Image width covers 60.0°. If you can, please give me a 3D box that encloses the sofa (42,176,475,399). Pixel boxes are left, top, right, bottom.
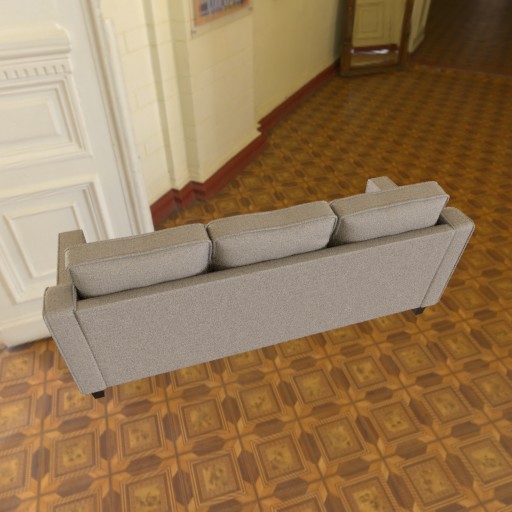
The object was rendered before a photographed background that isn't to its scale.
[{"bbox_3d":[0.000,0.000,2.576,2.129,0.950,0.899,-12,41,-14],"label":"sofa"}]
